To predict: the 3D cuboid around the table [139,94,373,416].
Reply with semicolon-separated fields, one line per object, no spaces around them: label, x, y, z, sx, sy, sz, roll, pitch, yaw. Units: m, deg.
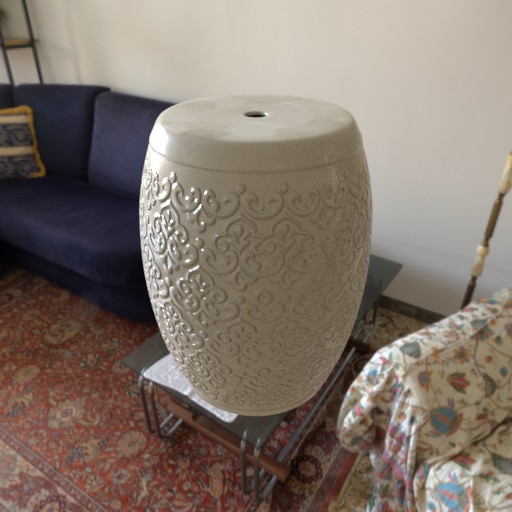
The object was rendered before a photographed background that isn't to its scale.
table;0.000;0.000;0.627;0.309;0.397;0.309;0;32;0
